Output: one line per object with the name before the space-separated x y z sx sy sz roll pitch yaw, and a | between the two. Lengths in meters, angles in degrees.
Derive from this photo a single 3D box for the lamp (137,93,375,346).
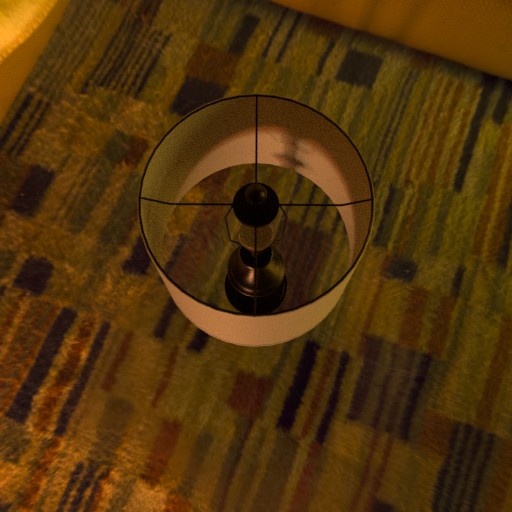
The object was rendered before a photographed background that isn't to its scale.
lamp | 0.000 0.000 0.945 0.383 0.726 0.383 0 76 0
